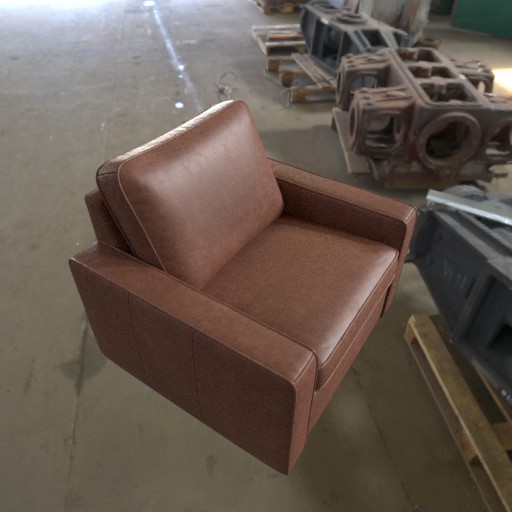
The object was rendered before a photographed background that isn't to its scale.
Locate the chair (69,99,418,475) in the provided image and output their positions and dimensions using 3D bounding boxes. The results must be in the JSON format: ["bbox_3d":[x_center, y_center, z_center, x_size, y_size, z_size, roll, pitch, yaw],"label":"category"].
[{"bbox_3d":[0.000,0.000,1.722,0.940,0.919,1.017,24,46,25],"label":"chair"}]
